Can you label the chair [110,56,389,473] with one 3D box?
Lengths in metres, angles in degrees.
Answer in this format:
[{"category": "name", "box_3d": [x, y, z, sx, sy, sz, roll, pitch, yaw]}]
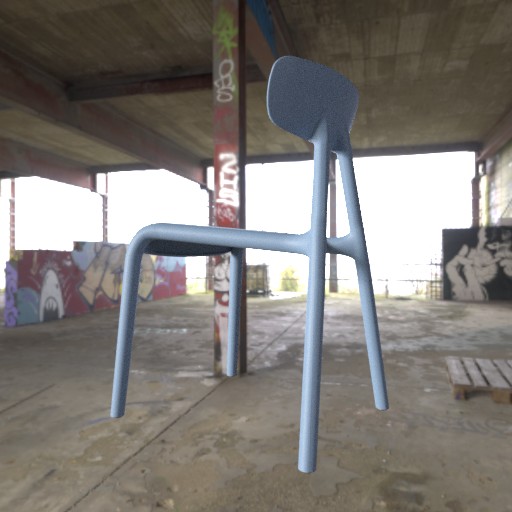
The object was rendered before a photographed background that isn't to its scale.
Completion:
[{"category": "chair", "box_3d": [0.000, 0.000, 0.827, 0.401, 0.580, 0.356, 0, 0, 35]}]
